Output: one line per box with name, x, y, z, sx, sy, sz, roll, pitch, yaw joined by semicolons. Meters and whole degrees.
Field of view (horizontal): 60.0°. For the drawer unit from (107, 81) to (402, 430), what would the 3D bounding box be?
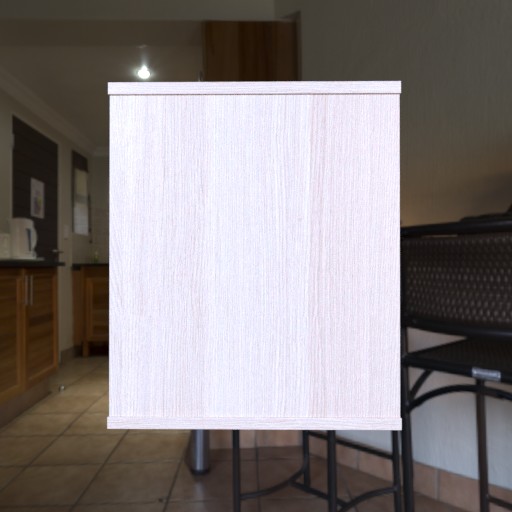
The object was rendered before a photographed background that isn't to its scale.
drawer unit;0.000;0.000;0.612;0.290;0.344;0.349;0;0;1
